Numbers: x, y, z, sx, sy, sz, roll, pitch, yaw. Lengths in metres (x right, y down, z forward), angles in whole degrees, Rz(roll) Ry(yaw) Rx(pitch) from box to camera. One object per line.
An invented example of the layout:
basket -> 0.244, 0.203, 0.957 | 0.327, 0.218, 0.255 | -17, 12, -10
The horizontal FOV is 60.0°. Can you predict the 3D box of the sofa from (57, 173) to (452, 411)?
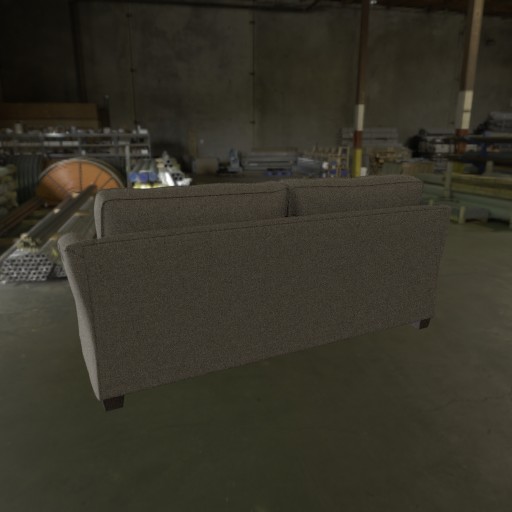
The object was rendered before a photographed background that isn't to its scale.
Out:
sofa -> 0.000, 0.000, 2.724 | 2.203, 0.976, 1.013 | -8, 17, -26
